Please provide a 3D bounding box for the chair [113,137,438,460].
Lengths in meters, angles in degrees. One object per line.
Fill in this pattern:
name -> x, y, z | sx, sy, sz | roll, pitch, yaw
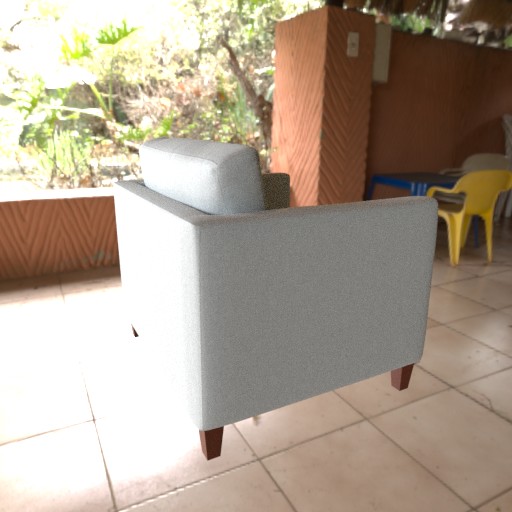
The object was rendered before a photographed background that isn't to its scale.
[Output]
chair -> 0.000, 0.000, 1.864 | 0.953, 0.961, 1.107 | -8, 18, -27
